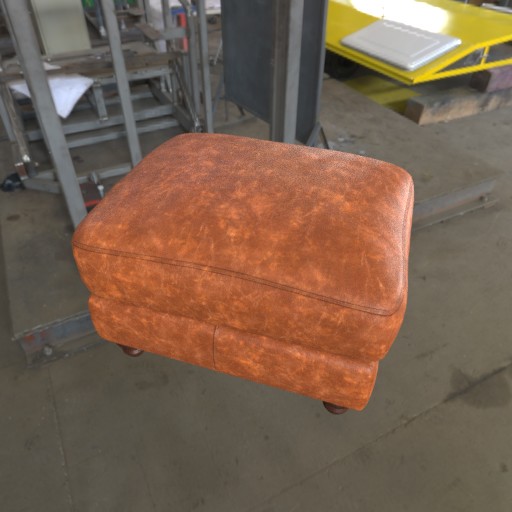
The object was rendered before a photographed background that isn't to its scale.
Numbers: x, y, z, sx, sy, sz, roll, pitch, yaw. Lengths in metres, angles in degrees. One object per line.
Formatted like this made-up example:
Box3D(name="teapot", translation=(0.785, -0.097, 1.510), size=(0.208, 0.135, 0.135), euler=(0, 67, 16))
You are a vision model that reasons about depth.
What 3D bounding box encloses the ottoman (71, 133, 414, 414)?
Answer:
Box3D(name="ottoman", translation=(0.000, 0.000, 1.322), size=(0.832, 0.562, 0.657), euler=(12, 42, 13))
